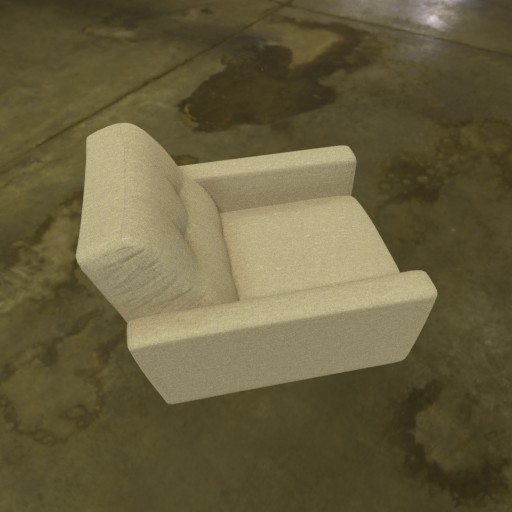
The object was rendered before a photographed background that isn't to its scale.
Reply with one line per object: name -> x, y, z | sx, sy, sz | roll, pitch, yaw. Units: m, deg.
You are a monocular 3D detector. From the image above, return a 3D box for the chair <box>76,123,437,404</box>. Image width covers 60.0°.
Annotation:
chair -> 0.000, 0.000, 1.803 | 1.128, 0.965, 0.897 | -9, 48, -8
